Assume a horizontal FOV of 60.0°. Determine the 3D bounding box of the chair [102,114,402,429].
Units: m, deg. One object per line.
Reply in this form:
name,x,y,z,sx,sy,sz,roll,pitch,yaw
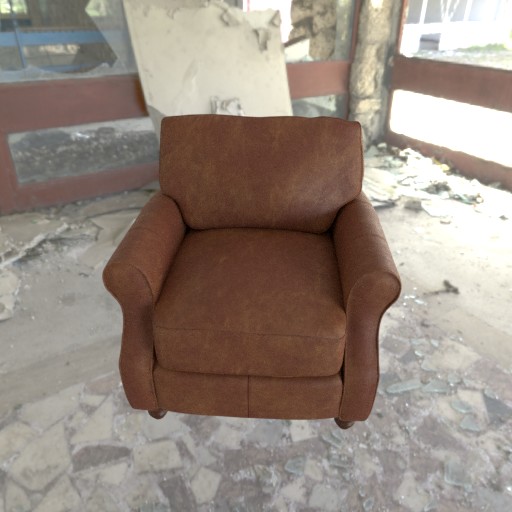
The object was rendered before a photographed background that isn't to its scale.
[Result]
chair,0.000,0.000,1.755,0.983,0.962,0.986,2,30,3
